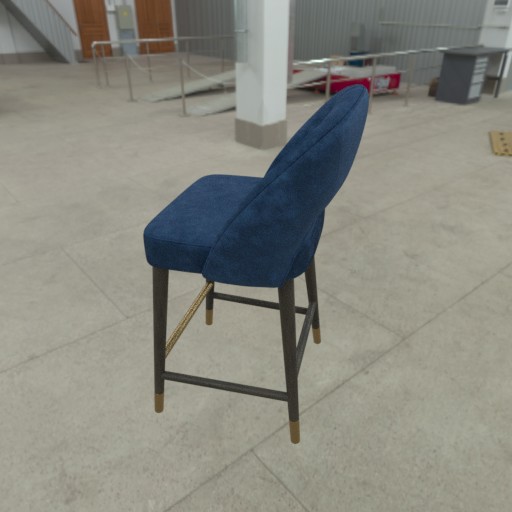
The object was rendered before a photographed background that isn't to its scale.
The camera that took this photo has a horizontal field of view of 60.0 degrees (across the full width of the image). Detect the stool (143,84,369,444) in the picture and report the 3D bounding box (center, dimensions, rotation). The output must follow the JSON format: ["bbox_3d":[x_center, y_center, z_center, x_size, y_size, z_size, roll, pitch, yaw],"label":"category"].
[{"bbox_3d":[0.000,0.000,1.264,0.524,0.925,0.536,8,30,13],"label":"stool"}]
